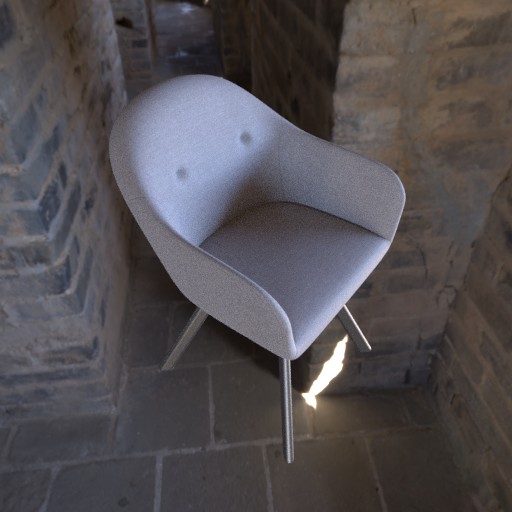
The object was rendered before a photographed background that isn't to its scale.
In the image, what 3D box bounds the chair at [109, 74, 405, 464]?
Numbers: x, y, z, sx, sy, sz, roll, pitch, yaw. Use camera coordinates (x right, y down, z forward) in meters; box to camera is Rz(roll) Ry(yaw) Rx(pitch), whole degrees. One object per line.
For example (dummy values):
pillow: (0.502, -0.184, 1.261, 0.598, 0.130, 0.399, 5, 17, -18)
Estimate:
chair: (0.000, 0.000, 1.137, 0.570, 0.780, 0.540, 26, 47, 28)
